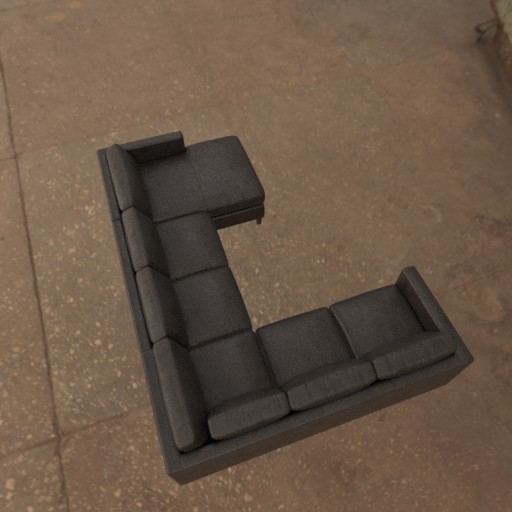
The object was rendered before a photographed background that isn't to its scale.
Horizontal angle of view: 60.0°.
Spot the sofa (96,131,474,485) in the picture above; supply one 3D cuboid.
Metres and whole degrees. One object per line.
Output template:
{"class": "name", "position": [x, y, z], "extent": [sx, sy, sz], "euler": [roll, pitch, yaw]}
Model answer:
{"class": "sofa", "position": [0.000, 0.000, 4.320], "extent": [2.452, 0.891, 3.324], "euler": [-16, 58, -11]}
